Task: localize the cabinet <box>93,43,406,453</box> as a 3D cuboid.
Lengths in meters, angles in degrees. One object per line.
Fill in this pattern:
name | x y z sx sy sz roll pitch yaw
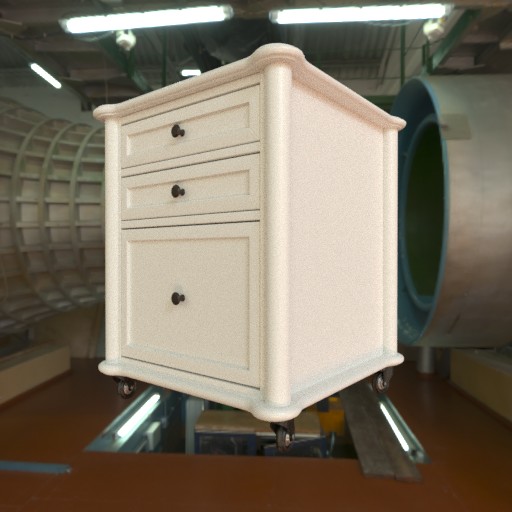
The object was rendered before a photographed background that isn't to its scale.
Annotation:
cabinet | 0.000 0.000 1.199 0.628 0.761 0.627 0 0 38
